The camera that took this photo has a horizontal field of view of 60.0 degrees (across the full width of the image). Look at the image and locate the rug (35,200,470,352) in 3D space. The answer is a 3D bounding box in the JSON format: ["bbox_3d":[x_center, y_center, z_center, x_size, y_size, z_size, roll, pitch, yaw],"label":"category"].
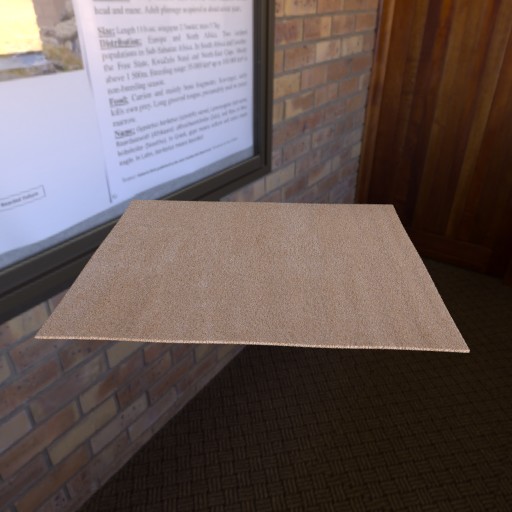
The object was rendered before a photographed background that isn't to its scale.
[{"bbox_3d":[0.000,0.000,4.084,3.000,0.025,2.400,1,31,2],"label":"rug"}]
